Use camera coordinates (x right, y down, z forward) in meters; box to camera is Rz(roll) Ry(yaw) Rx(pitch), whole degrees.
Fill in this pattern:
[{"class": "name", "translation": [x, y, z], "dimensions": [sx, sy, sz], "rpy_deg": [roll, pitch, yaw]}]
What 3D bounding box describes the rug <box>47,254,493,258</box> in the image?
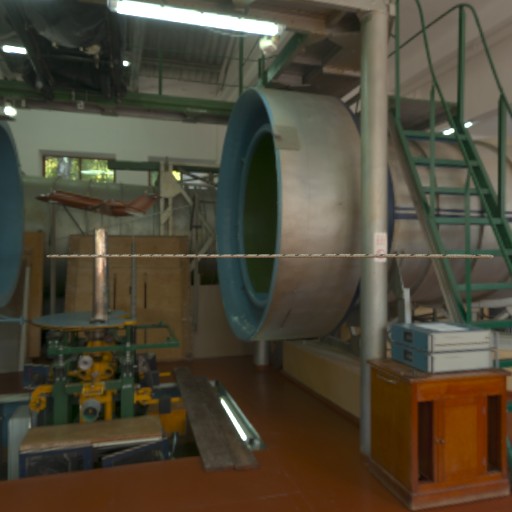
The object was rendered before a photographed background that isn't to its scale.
[{"class": "rug", "translation": [0.000, 0.000, 2.680], "dimensions": [2.439, 0.020, 0.773], "rpy_deg": [0, 0, 18]}]
